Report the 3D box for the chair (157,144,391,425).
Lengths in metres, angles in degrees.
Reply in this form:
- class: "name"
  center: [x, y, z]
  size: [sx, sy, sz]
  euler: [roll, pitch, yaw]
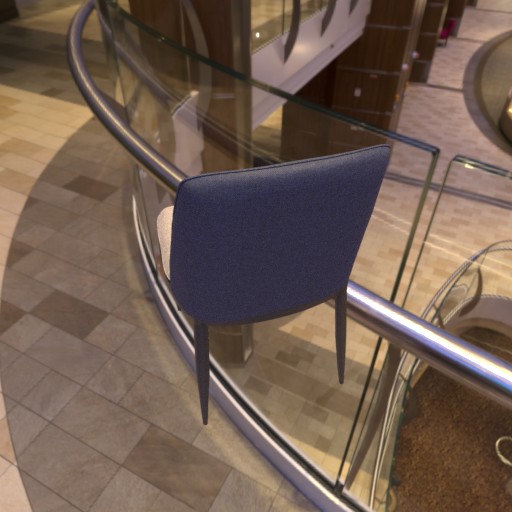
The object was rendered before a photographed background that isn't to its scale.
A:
- class: "chair"
  center: [0.000, 0.000, 1.172]
  size: [0.480, 0.839, 0.551]
  euler: [-12, 43, -14]
